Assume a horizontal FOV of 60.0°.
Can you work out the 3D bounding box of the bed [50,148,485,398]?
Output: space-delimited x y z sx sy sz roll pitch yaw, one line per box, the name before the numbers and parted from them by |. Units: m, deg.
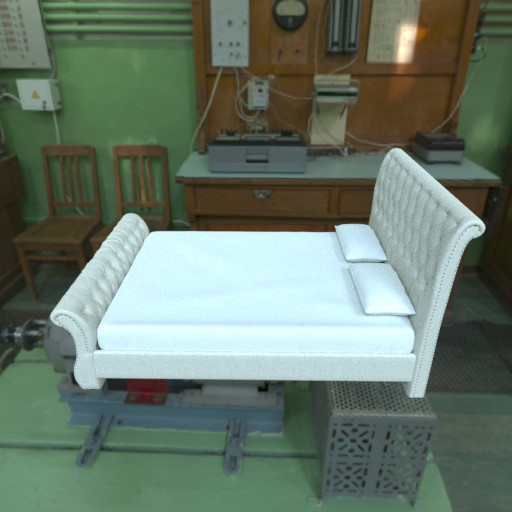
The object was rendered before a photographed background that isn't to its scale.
bed | 0.000 0.000 3.367 2.493 1.268 1.606 0 27 1
